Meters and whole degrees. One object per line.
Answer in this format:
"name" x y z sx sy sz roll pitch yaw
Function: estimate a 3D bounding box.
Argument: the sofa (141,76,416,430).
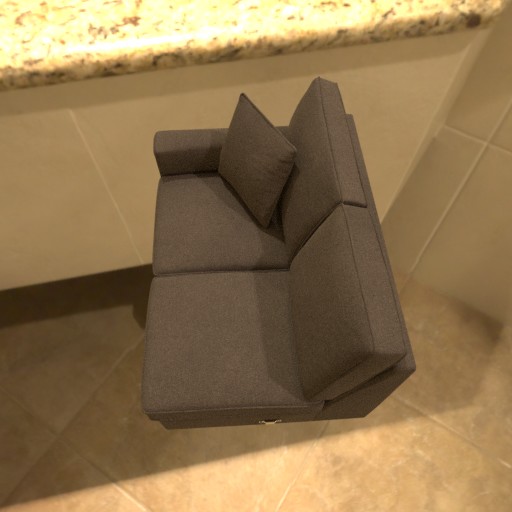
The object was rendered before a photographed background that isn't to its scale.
"sofa" 0.000 0.000 2.063 0.991 0.989 1.388 -3 59 -2
